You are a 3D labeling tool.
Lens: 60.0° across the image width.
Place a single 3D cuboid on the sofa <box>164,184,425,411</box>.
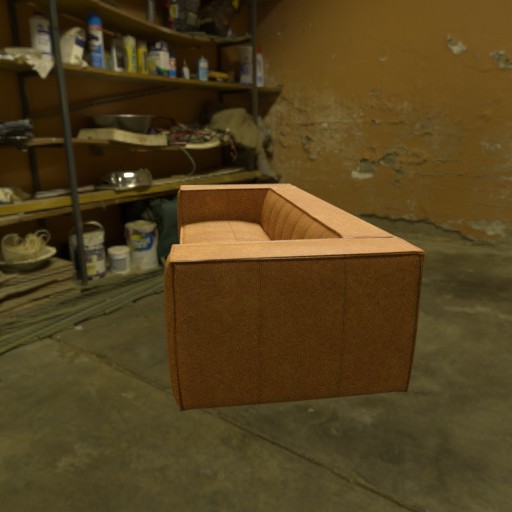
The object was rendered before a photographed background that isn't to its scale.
[{"bbox_3d":[0.000,0.000,3.021,1.102,0.701,2.581,-2,16,-8],"label":"sofa"}]
